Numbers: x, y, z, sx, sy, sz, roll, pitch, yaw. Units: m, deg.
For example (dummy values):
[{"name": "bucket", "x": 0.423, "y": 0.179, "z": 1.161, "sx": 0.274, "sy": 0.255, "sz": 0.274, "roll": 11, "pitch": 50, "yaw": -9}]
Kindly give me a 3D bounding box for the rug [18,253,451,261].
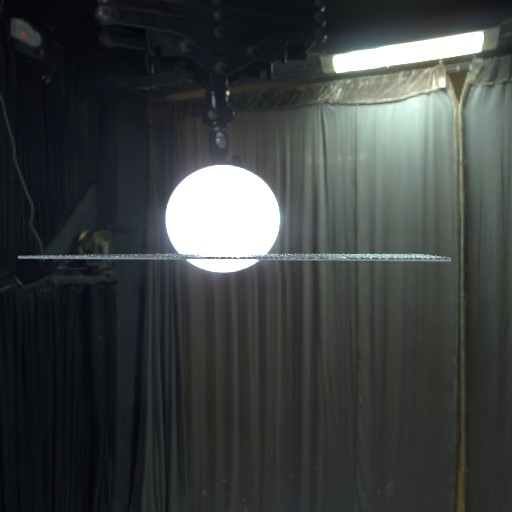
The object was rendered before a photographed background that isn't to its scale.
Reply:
[{"name": "rug", "x": 0.000, "y": 0.000, "z": 4.083, "sx": 3.042, "sy": 0.021, "sz": 2.456, "roll": 0, "pitch": 1, "yaw": 17}]
